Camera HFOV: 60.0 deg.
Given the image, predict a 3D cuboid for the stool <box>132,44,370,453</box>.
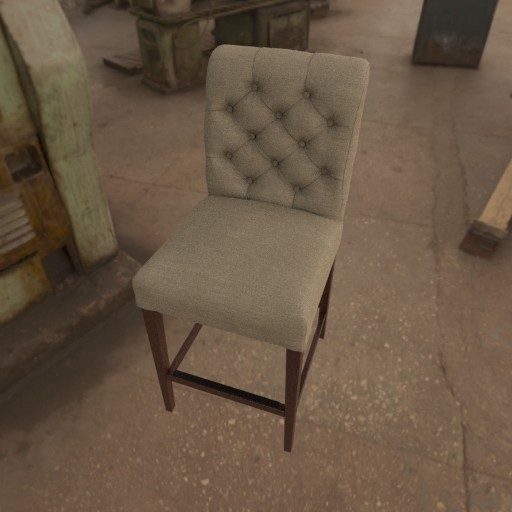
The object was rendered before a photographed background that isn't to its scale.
[{"bbox_3d":[0.000,0.000,1.409,0.486,1.084,0.660,13,42,15],"label":"stool"}]
